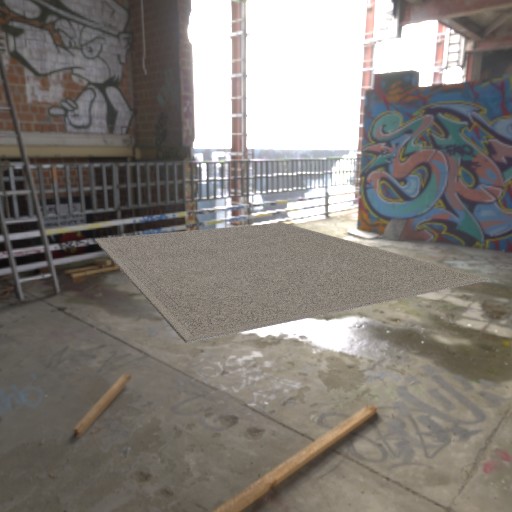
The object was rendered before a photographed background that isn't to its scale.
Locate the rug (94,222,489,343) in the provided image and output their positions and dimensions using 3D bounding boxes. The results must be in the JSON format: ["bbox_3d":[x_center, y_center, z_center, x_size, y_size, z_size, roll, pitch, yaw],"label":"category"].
[{"bbox_3d":[0.000,0.000,4.154,2.441,0.015,3.050,-7,15,-27],"label":"rug"}]
